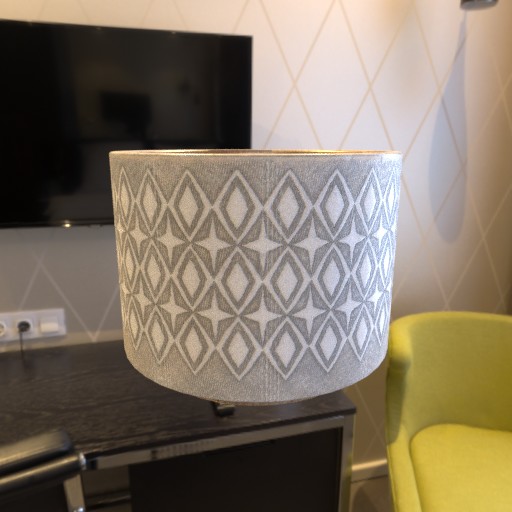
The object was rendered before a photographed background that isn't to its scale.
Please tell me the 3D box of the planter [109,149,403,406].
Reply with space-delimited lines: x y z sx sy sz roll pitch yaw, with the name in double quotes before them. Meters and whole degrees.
"planter" 0.000 0.000 0.313 0.186 0.144 0.186 0 14 0
